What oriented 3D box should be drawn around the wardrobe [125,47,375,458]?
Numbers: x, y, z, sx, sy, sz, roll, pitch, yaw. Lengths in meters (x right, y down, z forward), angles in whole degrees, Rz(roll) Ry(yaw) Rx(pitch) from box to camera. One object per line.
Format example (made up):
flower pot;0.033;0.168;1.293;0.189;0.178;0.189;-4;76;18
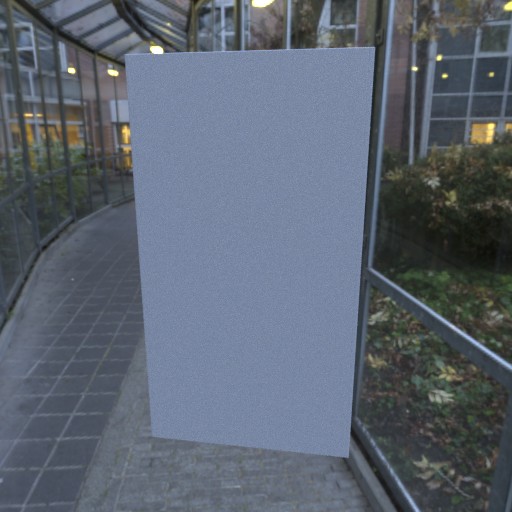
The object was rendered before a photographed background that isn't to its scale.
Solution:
wardrobe;0.000;0.000;2.236;0.991;1.808;0.577;2;15;9
